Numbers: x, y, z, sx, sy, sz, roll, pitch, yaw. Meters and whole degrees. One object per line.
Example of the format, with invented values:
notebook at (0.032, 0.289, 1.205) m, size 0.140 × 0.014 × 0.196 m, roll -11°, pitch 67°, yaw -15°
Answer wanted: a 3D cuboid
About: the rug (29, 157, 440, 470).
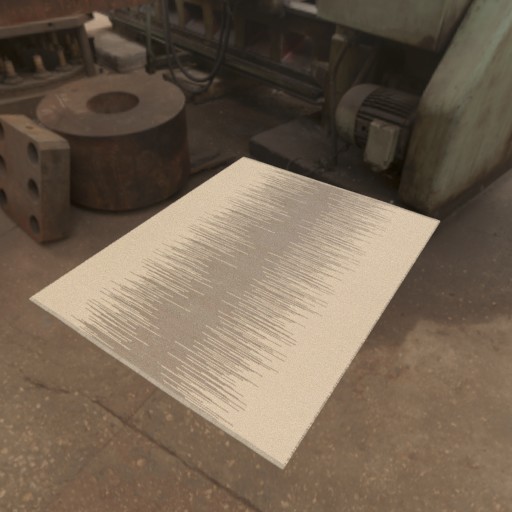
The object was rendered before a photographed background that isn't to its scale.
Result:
rug at (0.000, 0.000, 4.057) m, size 2.453 × 0.010 × 3.037 m, roll 24°, pitch 45°, yaw 26°
